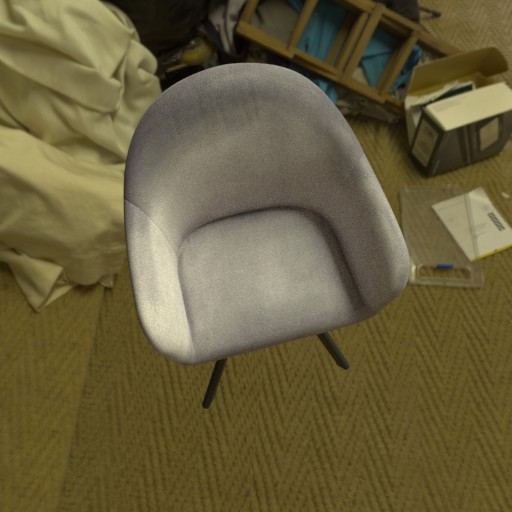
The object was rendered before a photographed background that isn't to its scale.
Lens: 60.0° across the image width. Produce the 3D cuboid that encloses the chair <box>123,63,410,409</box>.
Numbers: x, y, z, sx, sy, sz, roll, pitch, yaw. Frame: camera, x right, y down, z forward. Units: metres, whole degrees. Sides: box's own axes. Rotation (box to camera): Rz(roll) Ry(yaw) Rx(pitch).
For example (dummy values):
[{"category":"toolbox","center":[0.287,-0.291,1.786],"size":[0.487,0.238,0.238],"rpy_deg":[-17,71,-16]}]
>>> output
[{"category":"chair","center":[0.000,0.000,1.145],"size":[0.570,0.780,0.540],"rpy_deg":[-13,63,-7]}]
